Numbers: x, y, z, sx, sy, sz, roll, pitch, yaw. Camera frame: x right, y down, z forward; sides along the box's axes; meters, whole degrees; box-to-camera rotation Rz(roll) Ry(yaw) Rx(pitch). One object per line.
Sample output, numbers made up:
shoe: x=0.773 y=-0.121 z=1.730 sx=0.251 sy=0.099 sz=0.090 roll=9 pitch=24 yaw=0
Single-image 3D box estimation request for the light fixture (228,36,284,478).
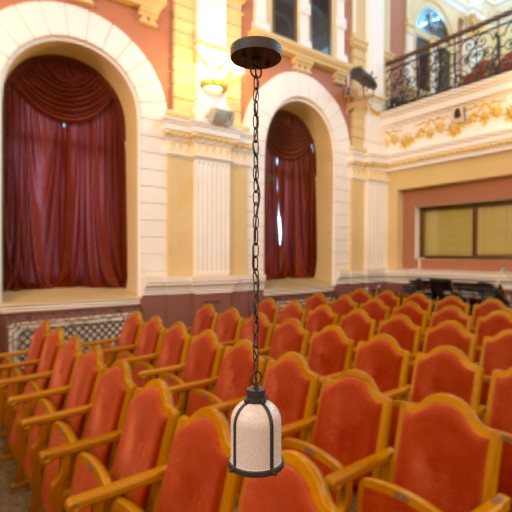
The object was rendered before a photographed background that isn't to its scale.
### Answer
light fixture: x=0.000 y=0.000 z=1.258 sx=0.178 sy=1.181 sz=0.178 roll=0 pitch=0 yaw=-36
